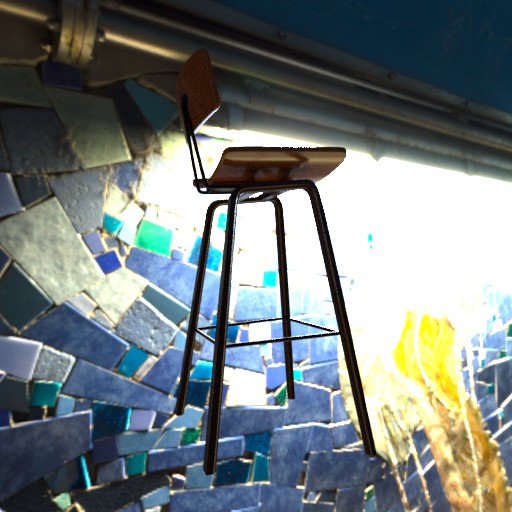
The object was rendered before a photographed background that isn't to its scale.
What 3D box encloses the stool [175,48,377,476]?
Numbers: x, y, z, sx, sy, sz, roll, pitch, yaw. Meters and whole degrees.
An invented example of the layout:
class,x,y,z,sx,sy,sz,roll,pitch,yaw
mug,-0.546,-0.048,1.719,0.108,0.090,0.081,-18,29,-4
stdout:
class,x,y,z,sx,sy,sz,roll,pitch,yaw
stool,0.000,0.000,1.247,0.440,0.969,0.509,1,-2,-19
